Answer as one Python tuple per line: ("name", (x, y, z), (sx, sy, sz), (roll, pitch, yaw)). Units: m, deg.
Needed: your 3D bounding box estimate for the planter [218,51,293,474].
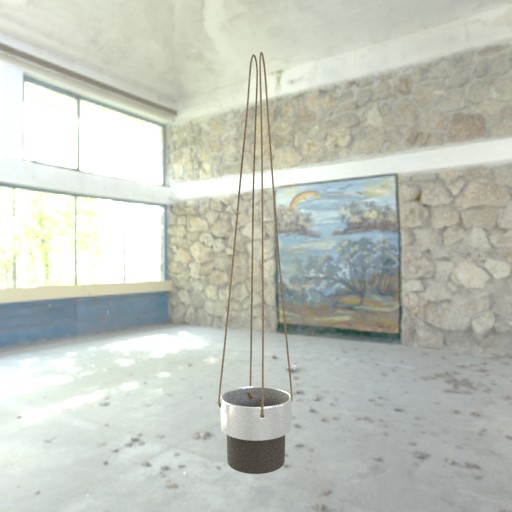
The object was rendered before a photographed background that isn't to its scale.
("planter", (0.000, 0.000, 1.169), (0.187, 1.073, 0.187), (-1, -1, 35))
